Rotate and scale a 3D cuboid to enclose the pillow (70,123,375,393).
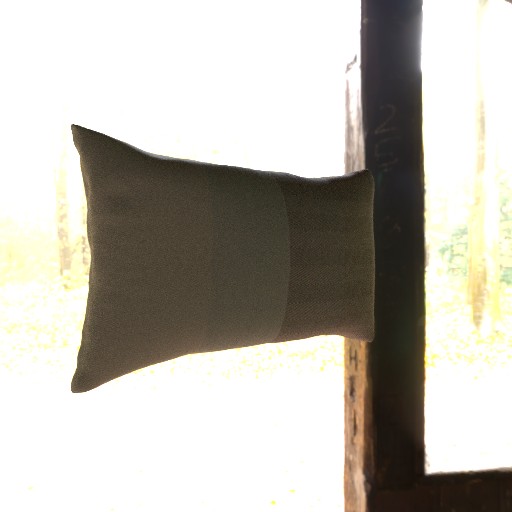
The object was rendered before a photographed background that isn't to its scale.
[{"bbox_3d":[0.000,0.000,0.637,0.506,0.305,0.139,0,0,-36],"label":"pillow"}]
